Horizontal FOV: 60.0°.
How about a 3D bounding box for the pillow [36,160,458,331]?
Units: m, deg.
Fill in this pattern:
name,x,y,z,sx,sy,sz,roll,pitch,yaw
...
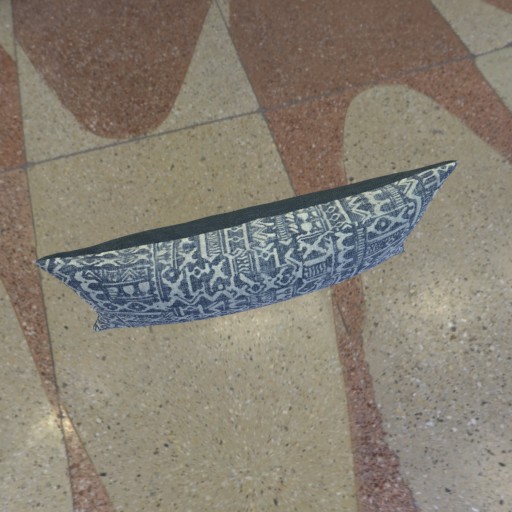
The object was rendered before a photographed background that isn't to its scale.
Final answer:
name,x,y,z,sx,sy,sz,roll,pitch,yaw
pillow,0.000,0.000,0.741,0.631,0.292,0.148,-14,65,-7
